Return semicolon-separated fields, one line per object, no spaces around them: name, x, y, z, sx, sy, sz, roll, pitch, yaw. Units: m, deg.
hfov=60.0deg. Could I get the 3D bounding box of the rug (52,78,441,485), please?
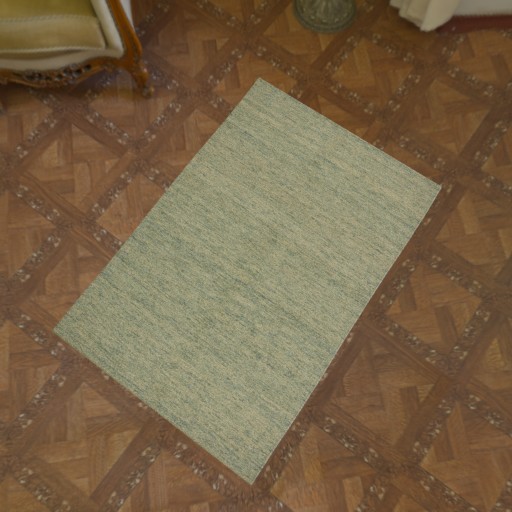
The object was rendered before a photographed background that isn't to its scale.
rug;0.000;0.000;2.930;1.547;0.013;2.283;34;77;9
